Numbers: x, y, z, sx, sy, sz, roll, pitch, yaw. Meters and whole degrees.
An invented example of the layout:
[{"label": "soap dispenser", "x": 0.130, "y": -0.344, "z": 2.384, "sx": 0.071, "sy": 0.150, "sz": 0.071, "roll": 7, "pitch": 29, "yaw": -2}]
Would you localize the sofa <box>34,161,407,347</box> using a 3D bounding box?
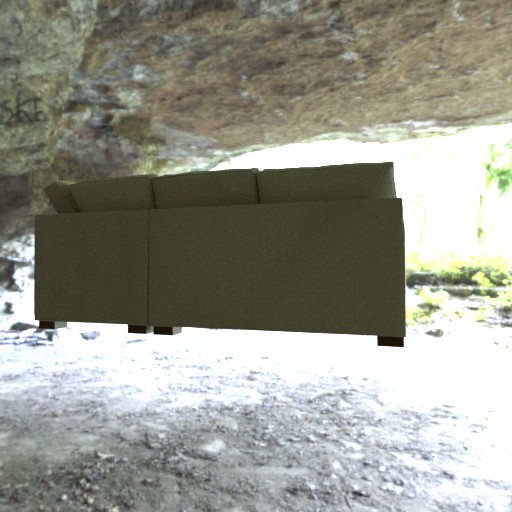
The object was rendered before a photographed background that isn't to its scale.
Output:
[{"label": "sofa", "x": 0.000, "y": 0.000, "z": 3.438, "sx": 2.182, "sy": 0.939, "sz": 2.189, "roll": -1, "pitch": -2, "yaw": 18}]
